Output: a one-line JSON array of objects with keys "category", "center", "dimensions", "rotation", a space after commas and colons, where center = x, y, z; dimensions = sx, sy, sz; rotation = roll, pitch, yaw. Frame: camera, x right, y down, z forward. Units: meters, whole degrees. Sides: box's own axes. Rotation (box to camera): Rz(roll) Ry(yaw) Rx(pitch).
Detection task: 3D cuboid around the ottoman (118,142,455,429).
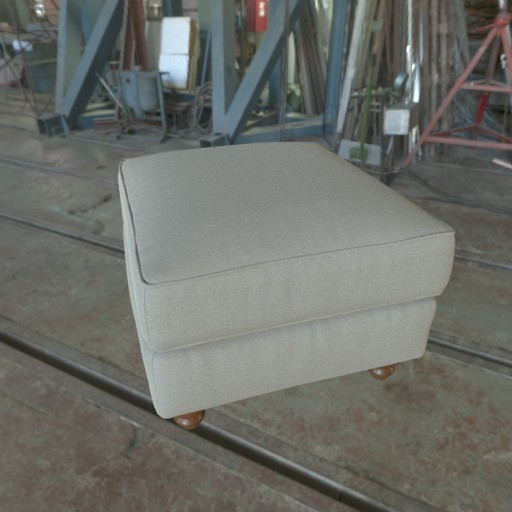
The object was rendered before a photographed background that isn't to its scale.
[{"category": "ottoman", "center": [0.000, 0.000, 1.168], "dimensions": [0.662, 0.505, 0.716], "rotation": [-9, 31, -15]}]
